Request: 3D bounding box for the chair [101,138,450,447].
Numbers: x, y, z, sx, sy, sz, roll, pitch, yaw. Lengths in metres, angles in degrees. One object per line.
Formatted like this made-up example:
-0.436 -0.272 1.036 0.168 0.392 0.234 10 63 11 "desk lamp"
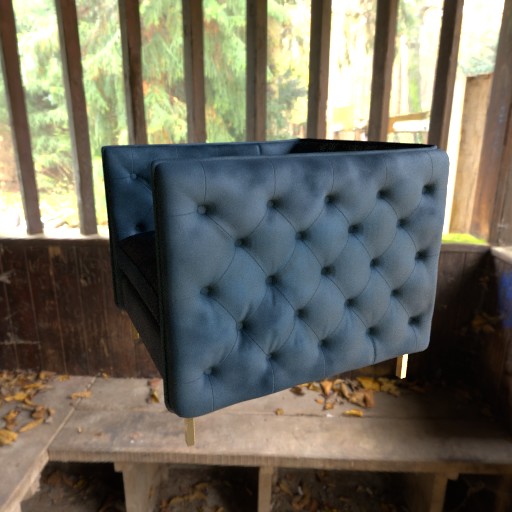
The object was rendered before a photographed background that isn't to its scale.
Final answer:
0.000 0.000 1.546 0.877 0.771 0.868 -8 18 -25 "chair"
